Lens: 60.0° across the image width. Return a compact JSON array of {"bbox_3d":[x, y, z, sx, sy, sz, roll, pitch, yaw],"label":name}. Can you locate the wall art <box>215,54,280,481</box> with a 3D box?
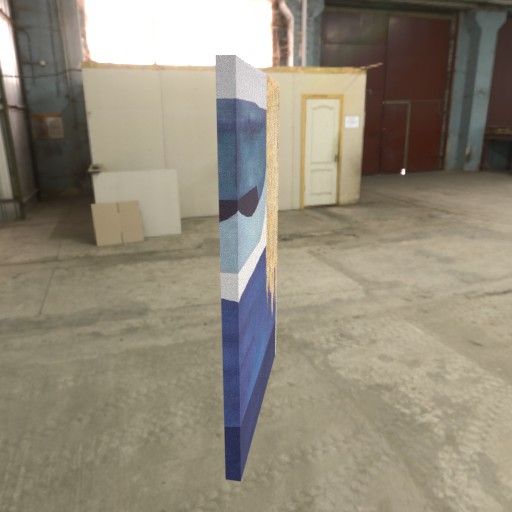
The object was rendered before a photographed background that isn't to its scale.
[{"bbox_3d":[0.000,0.000,1.186,0.039,0.911,0.607,3,17,9],"label":"wall art"}]
